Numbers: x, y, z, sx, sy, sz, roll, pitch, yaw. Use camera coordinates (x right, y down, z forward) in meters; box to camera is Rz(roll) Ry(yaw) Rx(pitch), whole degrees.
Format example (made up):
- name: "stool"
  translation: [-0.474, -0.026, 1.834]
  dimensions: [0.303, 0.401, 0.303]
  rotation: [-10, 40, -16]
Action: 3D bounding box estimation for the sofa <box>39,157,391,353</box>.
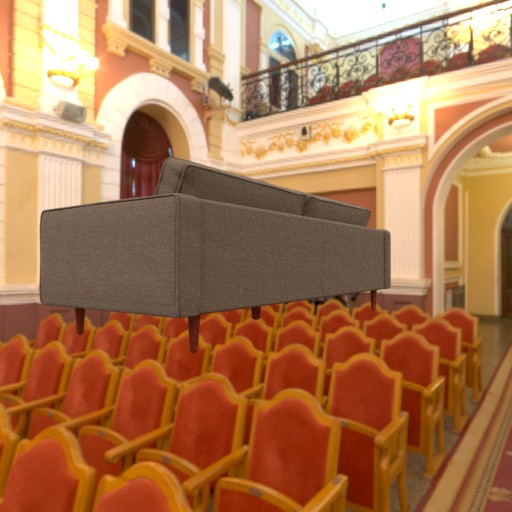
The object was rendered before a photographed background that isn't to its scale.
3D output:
- name: "sofa"
  translation: [0.000, 0.000, 2.654]
  dimensions: [0.914, 0.762, 2.198]
  rotation: [-1, -1, 35]
